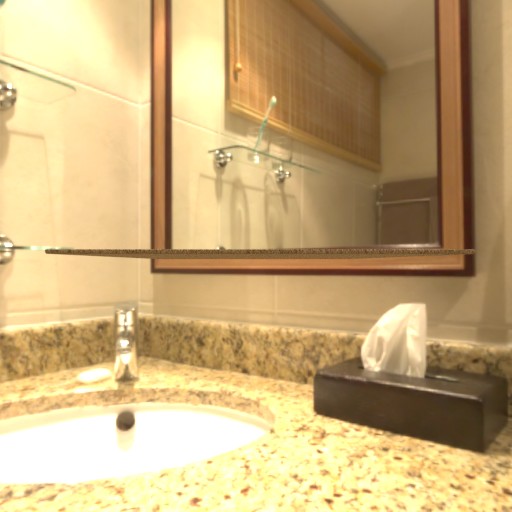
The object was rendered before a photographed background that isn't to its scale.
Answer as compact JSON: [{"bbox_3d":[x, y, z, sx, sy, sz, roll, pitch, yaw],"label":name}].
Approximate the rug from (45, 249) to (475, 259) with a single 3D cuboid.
[{"bbox_3d":[0.000,0.000,3.966,2.400,0.026,3.000,0,-1,-1],"label":"rug"}]
